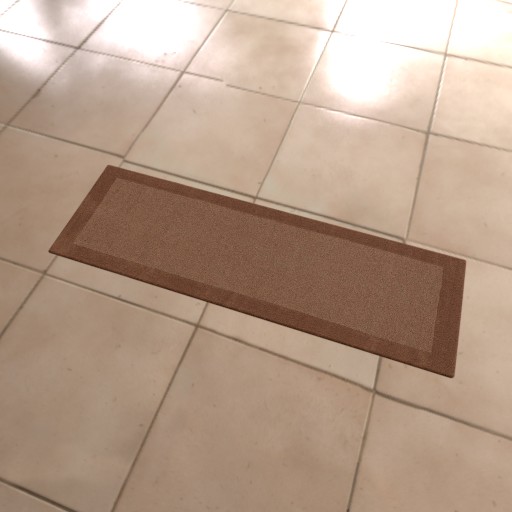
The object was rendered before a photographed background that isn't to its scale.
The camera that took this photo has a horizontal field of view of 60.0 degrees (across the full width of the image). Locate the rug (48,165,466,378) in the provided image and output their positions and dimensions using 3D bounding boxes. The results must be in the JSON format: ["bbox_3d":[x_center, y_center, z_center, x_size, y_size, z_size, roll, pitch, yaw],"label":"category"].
[{"bbox_3d":[0.000,0.000,2.704,2.439,0.017,0.764,16,60,10],"label":"rug"}]
